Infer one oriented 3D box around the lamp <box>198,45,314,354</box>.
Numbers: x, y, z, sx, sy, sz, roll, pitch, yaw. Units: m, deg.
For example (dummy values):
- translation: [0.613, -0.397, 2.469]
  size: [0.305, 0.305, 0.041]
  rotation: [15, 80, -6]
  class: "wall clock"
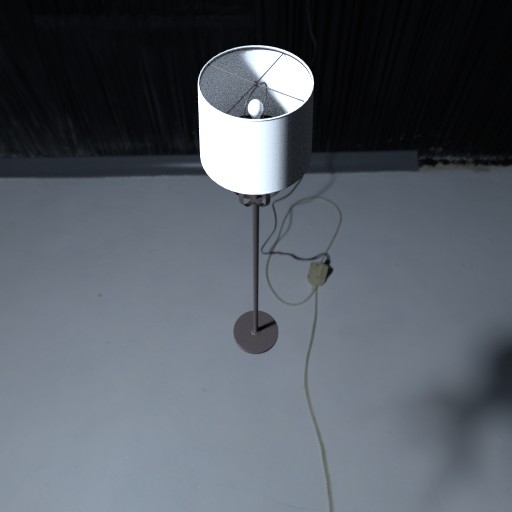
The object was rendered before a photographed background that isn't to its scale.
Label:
- translation: [0.000, 0.000, 1.589]
  size: [0.286, 1.462, 0.286]
  rotation: [1, 58, 1]
  class: "lamp"
